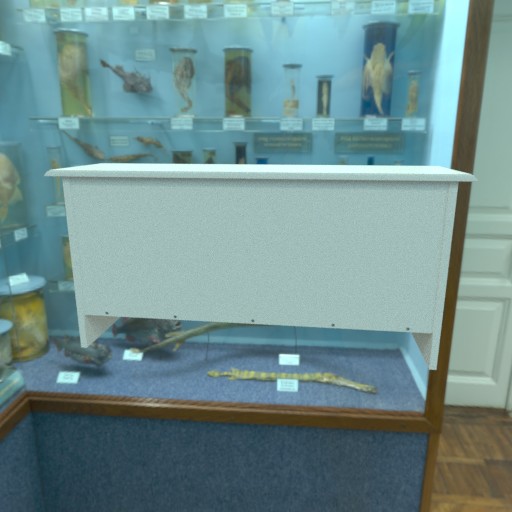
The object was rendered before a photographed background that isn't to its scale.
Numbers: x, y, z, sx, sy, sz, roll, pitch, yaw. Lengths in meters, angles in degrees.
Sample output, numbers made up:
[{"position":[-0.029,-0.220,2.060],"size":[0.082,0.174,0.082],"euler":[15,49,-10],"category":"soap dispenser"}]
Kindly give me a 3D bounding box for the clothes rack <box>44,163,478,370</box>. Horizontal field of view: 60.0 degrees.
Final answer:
[{"position":[0.000,0.000,1.357],"size":[1.120,0.531,0.324],"euler":[2,15,7],"category":"clothes rack"}]
